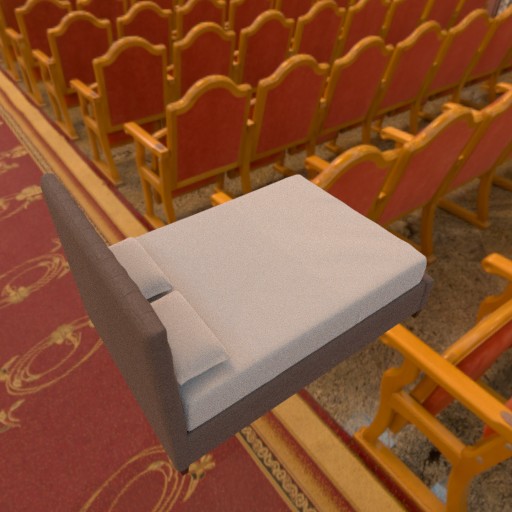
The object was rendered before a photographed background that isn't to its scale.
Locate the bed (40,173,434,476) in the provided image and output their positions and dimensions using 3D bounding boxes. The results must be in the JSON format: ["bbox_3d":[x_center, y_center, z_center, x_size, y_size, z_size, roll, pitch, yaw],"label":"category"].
[{"bbox_3d":[0.000,0.000,3.401,2.387,1.427,1.698,-25,47,-26],"label":"bed"}]
